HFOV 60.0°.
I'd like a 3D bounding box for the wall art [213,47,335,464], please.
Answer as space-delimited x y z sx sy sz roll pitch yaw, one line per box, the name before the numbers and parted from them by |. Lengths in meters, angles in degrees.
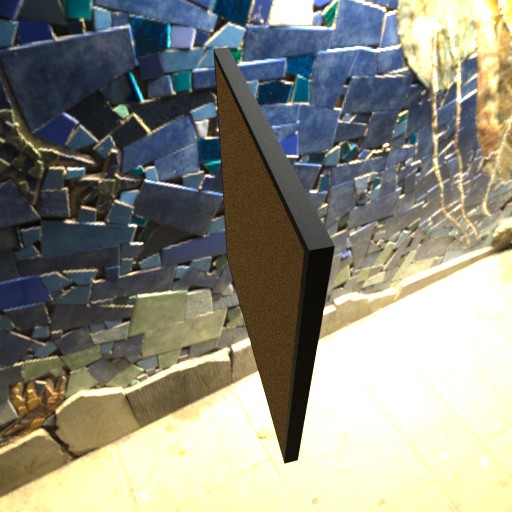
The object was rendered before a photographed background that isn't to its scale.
wall art | 0.000 0.000 1.137 0.038 0.763 0.763 -10 46 -10
